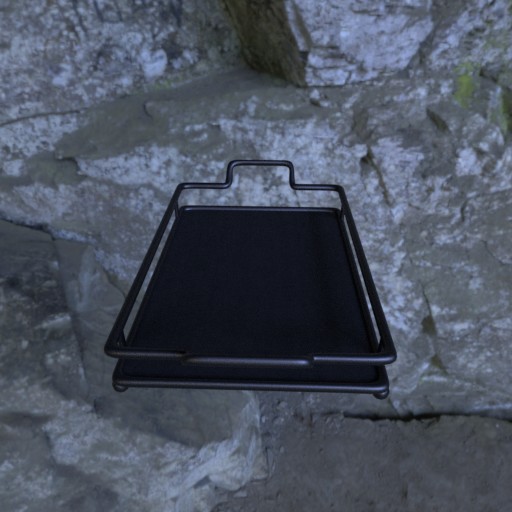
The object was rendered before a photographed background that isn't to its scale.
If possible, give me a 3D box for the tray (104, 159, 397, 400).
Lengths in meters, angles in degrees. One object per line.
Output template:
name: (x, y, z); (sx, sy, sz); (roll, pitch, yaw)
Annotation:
tray: (0.000, 0.000, 0.620); (0.297, 0.101, 0.495); (1, 33, 2)
